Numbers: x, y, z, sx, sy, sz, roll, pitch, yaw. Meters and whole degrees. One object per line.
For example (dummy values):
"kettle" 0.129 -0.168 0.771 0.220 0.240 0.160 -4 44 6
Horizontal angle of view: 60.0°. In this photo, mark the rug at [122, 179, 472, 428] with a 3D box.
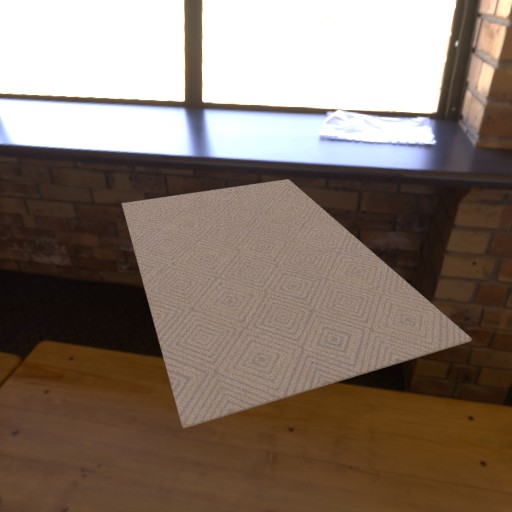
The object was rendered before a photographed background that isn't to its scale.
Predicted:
"rug" 0.000 0.000 2.253 1.143 0.008 1.753 -11 33 -17
